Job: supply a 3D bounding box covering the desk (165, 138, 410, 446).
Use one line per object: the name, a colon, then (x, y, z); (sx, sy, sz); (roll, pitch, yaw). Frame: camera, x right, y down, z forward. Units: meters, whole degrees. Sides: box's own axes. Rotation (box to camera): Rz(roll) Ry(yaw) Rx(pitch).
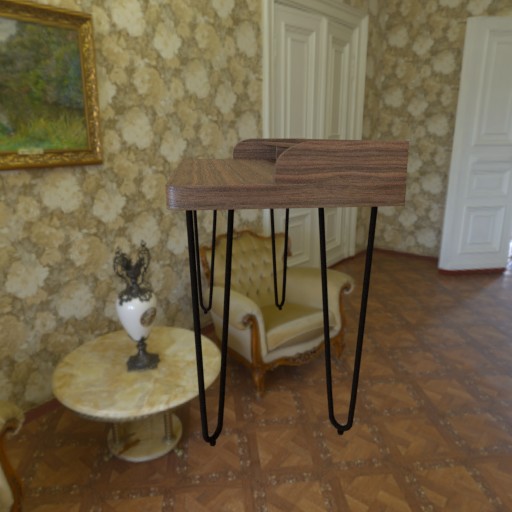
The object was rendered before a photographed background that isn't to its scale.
desk: (0.000, 0.000, 1.677); (0.565, 0.854, 1.200); (-2, 15, -7)
